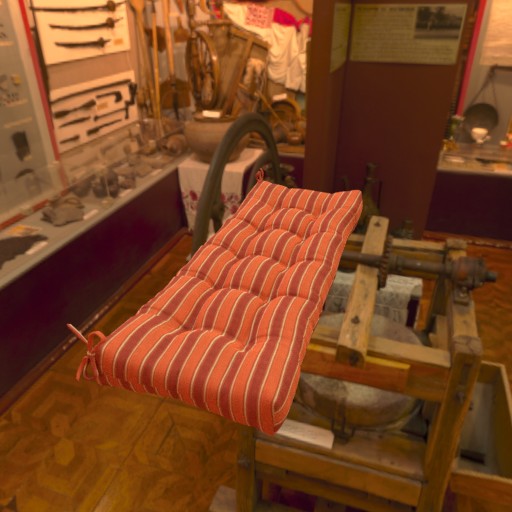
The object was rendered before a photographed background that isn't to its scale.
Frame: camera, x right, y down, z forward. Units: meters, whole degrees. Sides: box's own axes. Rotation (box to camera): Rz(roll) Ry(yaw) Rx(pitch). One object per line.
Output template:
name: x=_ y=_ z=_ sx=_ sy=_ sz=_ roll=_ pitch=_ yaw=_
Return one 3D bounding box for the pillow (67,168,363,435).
pillow: x=0.000 y=0.000 z=1.371 sx=0.511 sy=0.174 sz=1.194 roll=10 pitch=32 yaw=17
